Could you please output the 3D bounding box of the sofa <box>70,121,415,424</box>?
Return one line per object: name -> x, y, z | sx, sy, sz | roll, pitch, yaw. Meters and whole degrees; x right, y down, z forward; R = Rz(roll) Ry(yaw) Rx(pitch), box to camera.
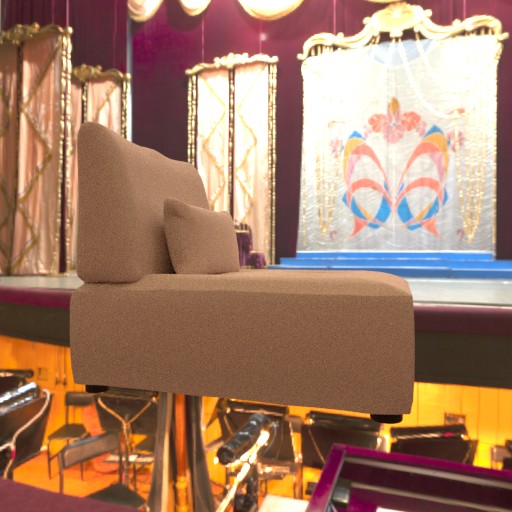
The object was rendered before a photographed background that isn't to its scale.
sofa -> 0.000, 0.000, 1.519 | 1.000, 0.820, 0.700 | 0, 0, 18
